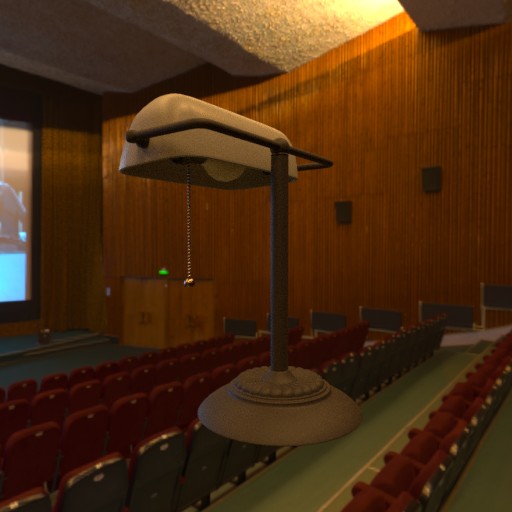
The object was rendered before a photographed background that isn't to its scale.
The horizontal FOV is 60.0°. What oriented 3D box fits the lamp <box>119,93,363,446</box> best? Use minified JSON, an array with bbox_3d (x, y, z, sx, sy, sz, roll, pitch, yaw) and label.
[{"bbox_3d":[0.000,0.000,0.504,0.243,0.339,0.264,1,2,36],"label":"lamp"}]
